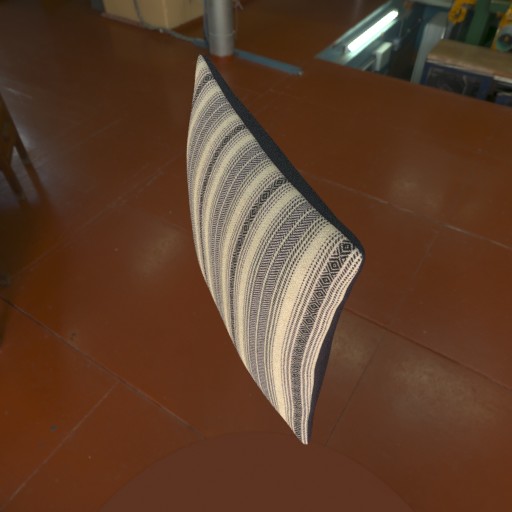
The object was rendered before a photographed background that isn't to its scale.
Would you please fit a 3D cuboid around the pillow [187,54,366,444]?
[{"bbox_3d":[0.000,0.000,0.783,0.166,0.508,0.520,-17,49,-15],"label":"pillow"}]
